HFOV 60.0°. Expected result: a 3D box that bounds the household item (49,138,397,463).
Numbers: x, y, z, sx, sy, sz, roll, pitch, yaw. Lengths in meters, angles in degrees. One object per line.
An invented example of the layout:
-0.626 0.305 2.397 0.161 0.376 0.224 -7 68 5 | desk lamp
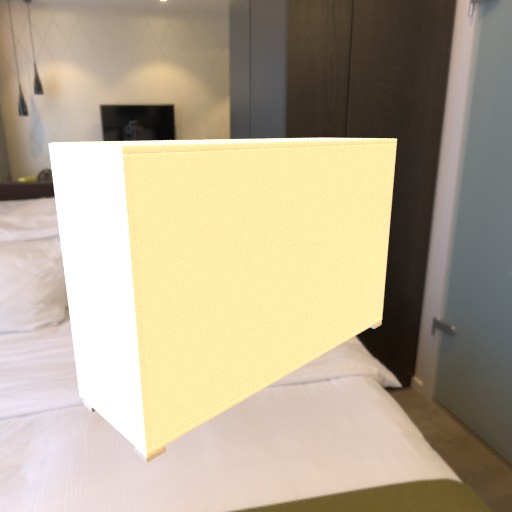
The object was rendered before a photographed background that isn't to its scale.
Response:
0.000 0.000 1.715 0.420 0.867 1.300 15 22 42 | household item
